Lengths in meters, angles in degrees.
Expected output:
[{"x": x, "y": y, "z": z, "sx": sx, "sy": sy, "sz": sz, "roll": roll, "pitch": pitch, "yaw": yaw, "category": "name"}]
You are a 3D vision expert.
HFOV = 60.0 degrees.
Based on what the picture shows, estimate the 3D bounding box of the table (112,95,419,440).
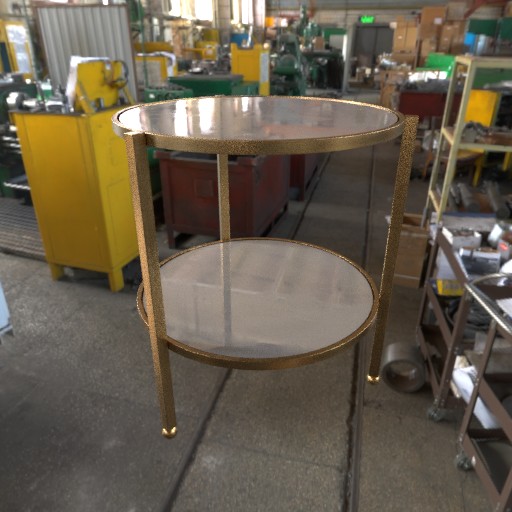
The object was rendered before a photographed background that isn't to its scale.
[{"x": 0.000, "y": 0.000, "z": 0.428, "sx": 0.231, "sy": 0.269, "sz": 0.243, "roll": -9, "pitch": 27, "yaw": -17, "category": "table"}]
